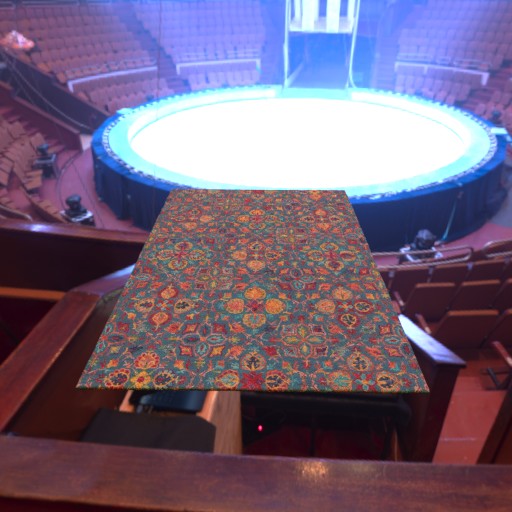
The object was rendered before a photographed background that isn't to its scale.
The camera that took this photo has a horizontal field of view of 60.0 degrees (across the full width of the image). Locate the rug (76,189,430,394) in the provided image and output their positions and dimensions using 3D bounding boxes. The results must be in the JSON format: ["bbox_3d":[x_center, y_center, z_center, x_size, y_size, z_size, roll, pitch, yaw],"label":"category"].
[{"bbox_3d":[0.000,0.000,2.309,1.216,0.014,1.836,0,30,1],"label":"rug"}]
